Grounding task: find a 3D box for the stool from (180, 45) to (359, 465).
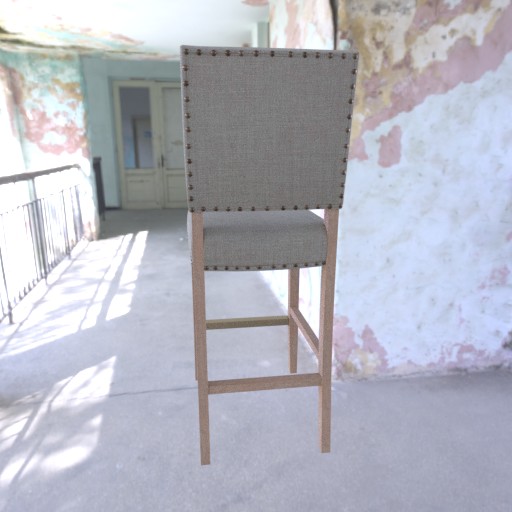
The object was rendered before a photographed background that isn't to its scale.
[{"bbox_3d":[0.000,0.000,1.461,0.445,1.173,0.585,-2,15,-8],"label":"stool"}]
